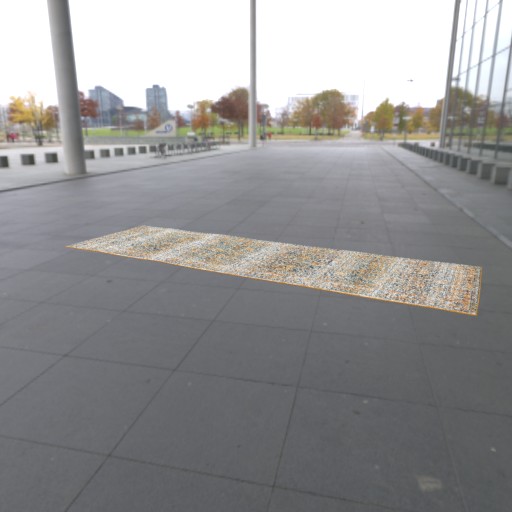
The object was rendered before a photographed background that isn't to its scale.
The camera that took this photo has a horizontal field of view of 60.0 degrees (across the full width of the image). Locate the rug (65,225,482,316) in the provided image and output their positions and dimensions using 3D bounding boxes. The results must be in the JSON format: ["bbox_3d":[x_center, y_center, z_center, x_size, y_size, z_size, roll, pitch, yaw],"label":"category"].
[{"bbox_3d":[0.000,0.000,2.519,2.294,0.014,0.704,8,18,27],"label":"rug"}]
